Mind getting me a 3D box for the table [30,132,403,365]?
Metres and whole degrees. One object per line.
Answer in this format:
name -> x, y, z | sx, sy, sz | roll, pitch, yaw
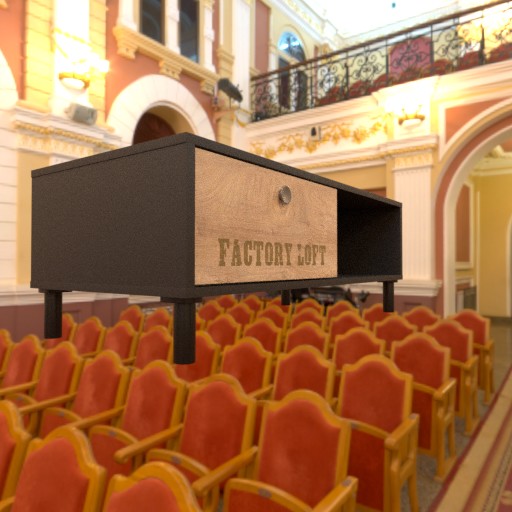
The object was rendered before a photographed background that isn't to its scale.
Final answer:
table -> 0.000, 0.000, 1.343 | 0.550, 0.400, 1.100 | -1, -1, 37
